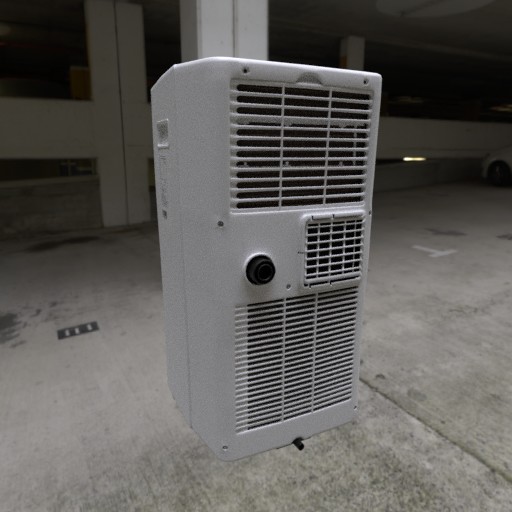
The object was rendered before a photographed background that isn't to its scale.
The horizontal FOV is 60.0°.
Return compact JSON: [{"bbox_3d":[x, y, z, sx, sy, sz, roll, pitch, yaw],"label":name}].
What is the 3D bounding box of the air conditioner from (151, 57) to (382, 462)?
[{"bbox_3d":[0.000,0.000,0.796,0.304,0.606,0.349,-6,14,-26],"label":"air conditioner"}]
